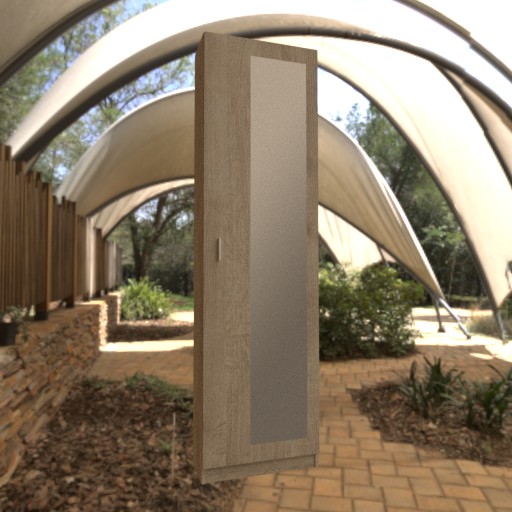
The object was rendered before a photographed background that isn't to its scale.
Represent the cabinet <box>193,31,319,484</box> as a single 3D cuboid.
[{"bbox_3d":[0.000,0.000,1.915,0.500,1.790,0.230,1,-2,-18],"label":"cabinet"}]
